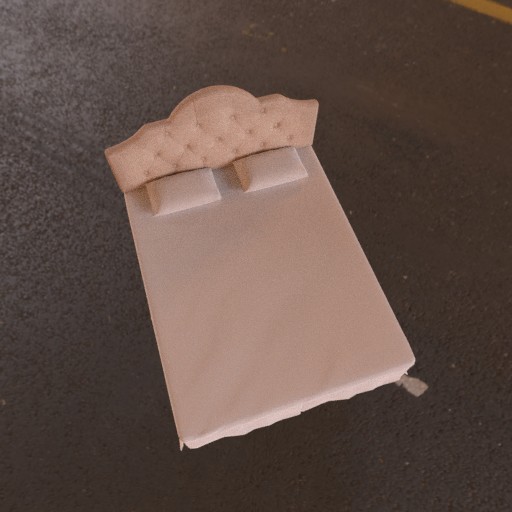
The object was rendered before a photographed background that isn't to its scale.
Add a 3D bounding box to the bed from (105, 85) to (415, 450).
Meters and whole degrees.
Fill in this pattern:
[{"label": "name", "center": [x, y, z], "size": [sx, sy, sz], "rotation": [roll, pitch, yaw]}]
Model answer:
[{"label": "bed", "center": [0.000, 0.000, 2.968], "size": [1.667, 1.194, 1.970], "rotation": [-16, 64, -8]}]
